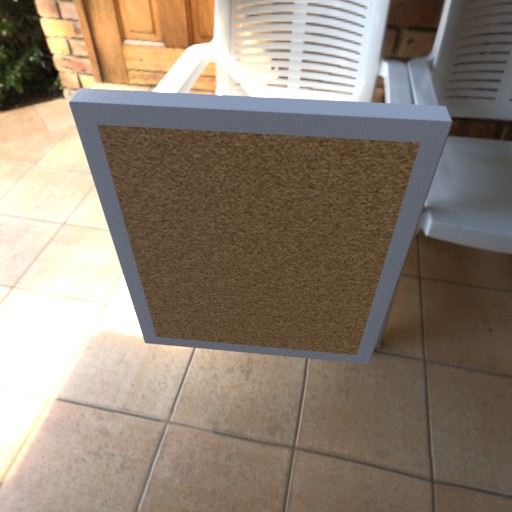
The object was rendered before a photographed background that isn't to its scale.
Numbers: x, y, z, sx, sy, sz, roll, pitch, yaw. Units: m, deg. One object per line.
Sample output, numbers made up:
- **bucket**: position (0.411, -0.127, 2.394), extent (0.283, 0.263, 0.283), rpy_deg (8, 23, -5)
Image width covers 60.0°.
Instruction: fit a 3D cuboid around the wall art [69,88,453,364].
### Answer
- **wall art**: position (0.000, 0.000, 0.524), extent (0.331, 0.381, 0.028), rpy_deg (4, 46, 4)
